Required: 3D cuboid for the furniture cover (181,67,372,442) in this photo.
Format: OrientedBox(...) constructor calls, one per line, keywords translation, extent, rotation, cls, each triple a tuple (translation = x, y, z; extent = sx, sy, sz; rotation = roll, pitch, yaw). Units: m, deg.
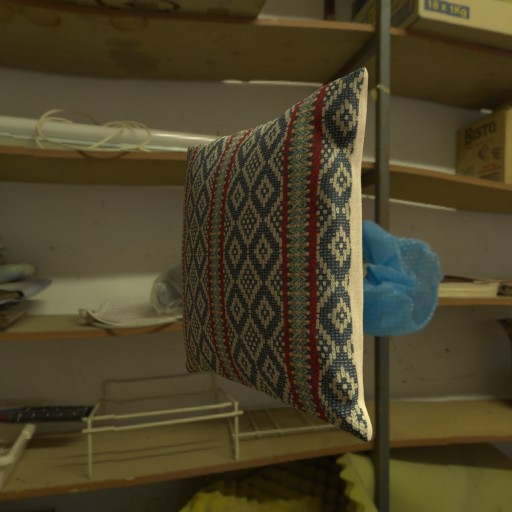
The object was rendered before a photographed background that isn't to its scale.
OrientedBox(translation=(0.000, 0.000, 0.679), extent=(0.139, 0.431, 0.431), rotation=(1, -2, -36), cls="furniture cover")
